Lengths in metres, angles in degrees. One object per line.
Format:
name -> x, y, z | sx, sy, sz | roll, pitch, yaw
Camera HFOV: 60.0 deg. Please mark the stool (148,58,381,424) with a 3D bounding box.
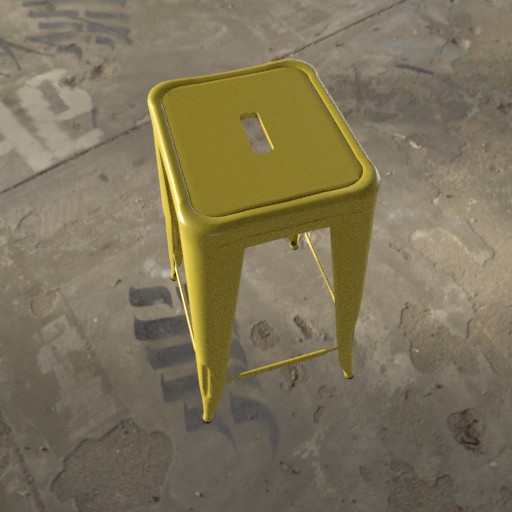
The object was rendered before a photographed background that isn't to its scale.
stool -> 0.000, 0.000, 0.842 | 0.359, 0.609, 0.399 | -15, 58, -9
